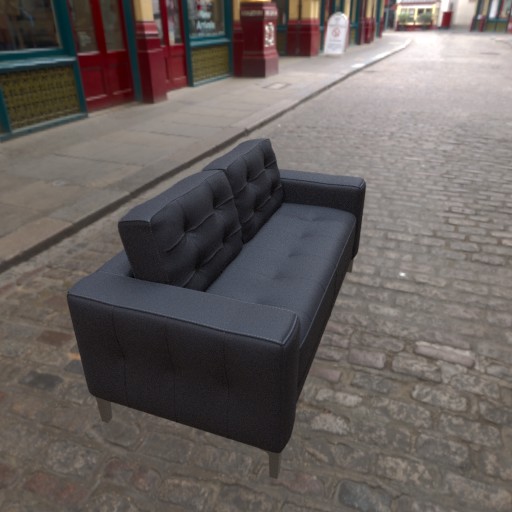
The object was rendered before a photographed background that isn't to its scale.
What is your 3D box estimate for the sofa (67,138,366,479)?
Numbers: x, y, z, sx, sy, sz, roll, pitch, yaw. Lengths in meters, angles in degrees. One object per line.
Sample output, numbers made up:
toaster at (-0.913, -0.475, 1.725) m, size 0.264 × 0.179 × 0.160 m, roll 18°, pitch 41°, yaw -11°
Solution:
sofa at (0.000, 0.000, 2.212) m, size 0.833 × 0.893 × 1.726 m, roll 10°, pitch 29°, yaw 18°
